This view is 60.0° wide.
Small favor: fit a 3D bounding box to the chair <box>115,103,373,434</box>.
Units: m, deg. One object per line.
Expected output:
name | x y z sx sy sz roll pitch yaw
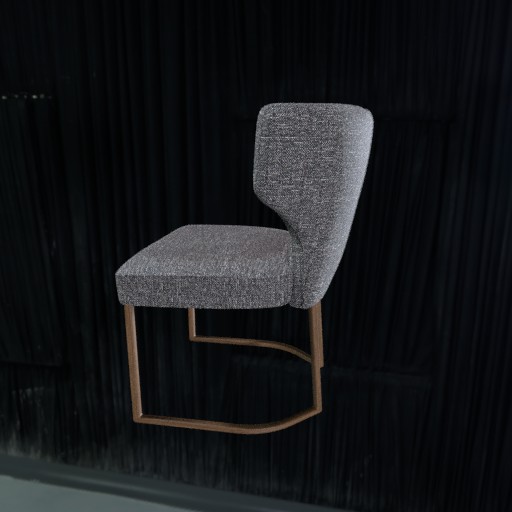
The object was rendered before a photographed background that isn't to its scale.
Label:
chair | 0.000 0.000 1.293 0.617 0.824 0.611 2 16 9
